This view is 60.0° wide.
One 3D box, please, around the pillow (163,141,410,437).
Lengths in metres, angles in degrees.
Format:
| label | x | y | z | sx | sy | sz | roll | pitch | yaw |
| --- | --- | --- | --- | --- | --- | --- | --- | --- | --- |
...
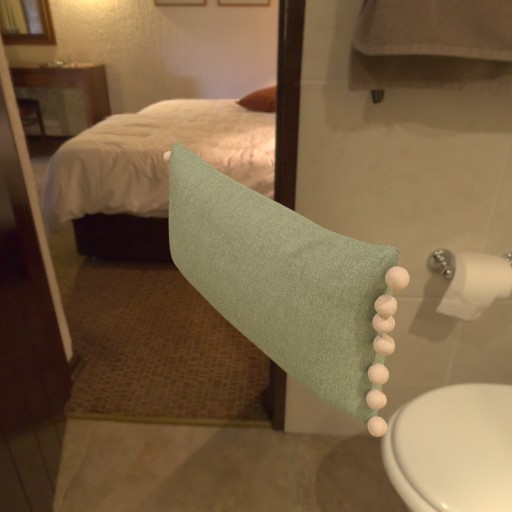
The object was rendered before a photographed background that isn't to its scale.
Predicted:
| label | x | y | z | sx | sy | sz | roll | pitch | yaw |
| --- | --- | --- | --- | --- | --- | --- | --- | --- | --- |
| pillow | 0.000 | 0.000 | 0.854 | 0.201 | 0.322 | 0.709 | -17 | 32 | -30 |
